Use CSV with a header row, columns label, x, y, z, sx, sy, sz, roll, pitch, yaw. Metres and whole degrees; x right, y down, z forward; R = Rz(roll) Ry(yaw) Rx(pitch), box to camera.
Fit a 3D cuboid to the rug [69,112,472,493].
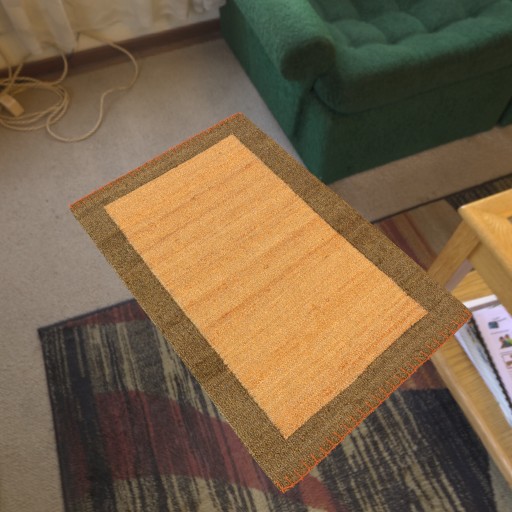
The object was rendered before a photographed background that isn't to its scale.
label,x,y,z,sx,sy,sz,roll,pitch,yaw
rug,0.000,0.000,2.284,1.220,0.019,1.838,-35,65,-19
